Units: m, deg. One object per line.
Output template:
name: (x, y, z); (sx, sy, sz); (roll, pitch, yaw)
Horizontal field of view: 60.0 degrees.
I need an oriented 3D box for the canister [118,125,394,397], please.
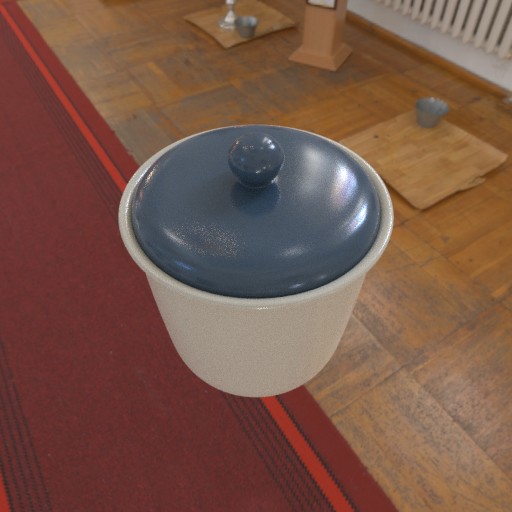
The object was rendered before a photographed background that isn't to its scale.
canister: (0.000, 0.000, 0.342); (0.182, 0.208, 0.182); (0, 48, 0)
